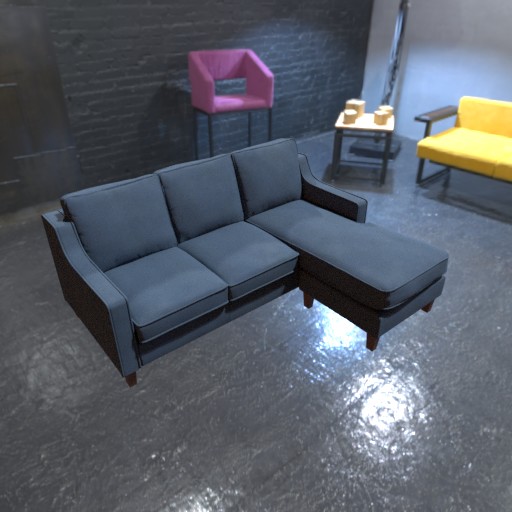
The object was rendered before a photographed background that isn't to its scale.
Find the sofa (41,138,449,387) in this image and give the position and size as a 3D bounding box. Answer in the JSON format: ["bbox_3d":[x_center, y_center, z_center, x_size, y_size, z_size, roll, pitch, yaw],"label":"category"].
[{"bbox_3d":[0.000,0.000,3.235,2.317,1.066,1.858,-23,38,-33],"label":"sofa"}]
